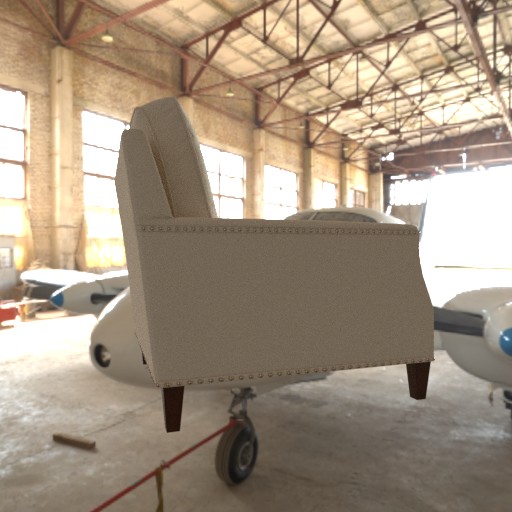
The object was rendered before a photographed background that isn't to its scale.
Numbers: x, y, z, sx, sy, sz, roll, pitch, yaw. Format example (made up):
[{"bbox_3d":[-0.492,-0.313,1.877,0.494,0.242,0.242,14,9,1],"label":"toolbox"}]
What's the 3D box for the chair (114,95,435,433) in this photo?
[{"bbox_3d":[0.000,0.000,1.693,1.014,0.943,0.853,0,1,-19],"label":"chair"}]
